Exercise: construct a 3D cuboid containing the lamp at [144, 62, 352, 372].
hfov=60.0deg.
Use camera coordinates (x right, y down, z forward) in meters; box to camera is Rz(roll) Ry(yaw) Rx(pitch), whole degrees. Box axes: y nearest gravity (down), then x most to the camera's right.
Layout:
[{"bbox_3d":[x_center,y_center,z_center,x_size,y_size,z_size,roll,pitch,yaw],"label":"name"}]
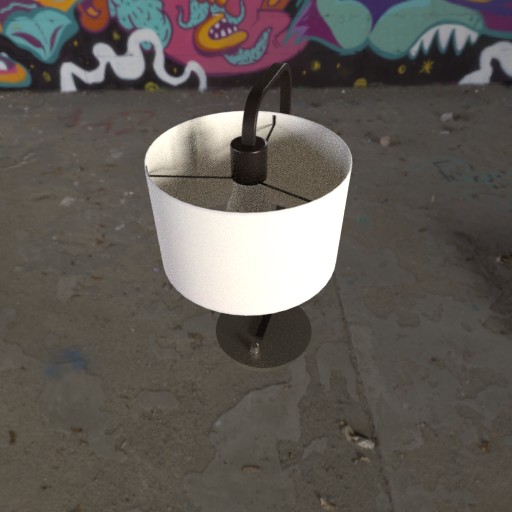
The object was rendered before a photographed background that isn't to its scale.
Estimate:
[{"bbox_3d":[0.000,0.000,0.635,0.230,0.473,0.288,12,43,13],"label":"lamp"}]
